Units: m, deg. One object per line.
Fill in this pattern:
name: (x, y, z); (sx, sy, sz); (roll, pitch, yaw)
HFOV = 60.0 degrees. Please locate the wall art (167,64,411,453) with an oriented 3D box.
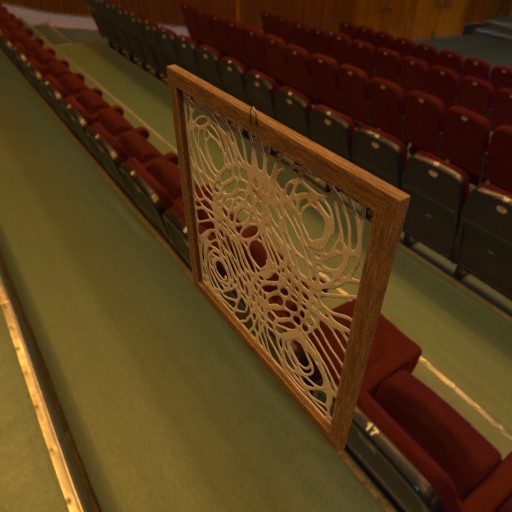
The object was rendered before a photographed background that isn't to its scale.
wall art: (0.000, 0.000, 0.828); (0.021, 0.576, 0.561); (-24, 46, -26)
